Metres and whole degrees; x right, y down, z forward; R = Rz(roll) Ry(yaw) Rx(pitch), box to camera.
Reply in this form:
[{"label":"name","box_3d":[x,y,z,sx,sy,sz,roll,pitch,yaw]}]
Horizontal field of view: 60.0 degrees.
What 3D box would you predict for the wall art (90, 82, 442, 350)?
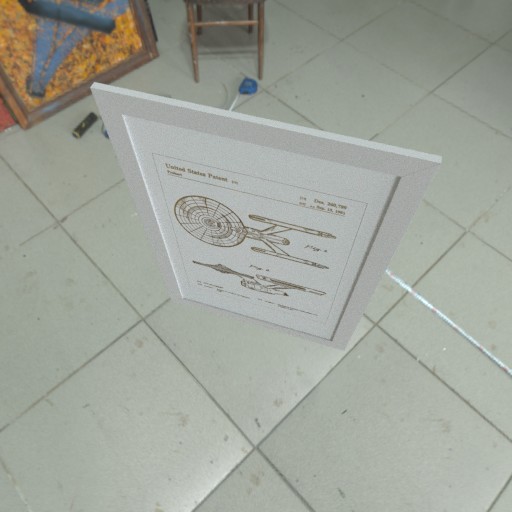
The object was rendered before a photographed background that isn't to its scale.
[{"label":"wall art","box_3d":[0.000,0.000,0.834,0.454,0.659,0.011,15,60,9]}]
